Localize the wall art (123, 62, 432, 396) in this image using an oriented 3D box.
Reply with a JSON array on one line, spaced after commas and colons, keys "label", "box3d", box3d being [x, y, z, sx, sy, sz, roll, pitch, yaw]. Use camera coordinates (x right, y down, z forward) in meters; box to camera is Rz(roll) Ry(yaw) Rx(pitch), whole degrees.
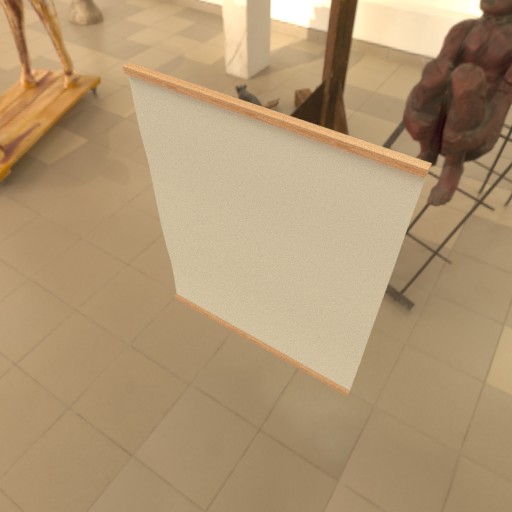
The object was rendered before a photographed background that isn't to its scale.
[{"label": "wall art", "box3d": [0.000, 0.000, 0.697, 0.406, 0.508, 0.013, 26, 53, 21]}]
